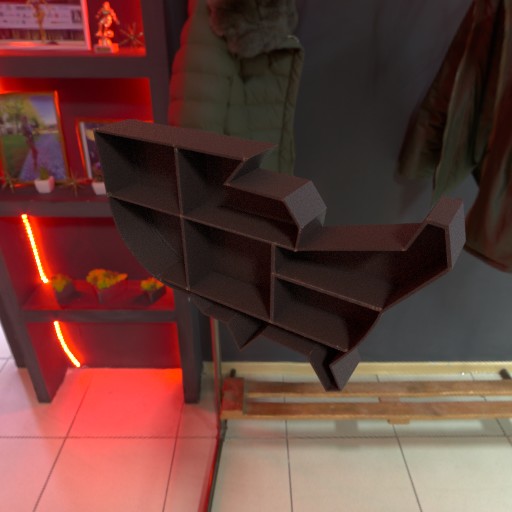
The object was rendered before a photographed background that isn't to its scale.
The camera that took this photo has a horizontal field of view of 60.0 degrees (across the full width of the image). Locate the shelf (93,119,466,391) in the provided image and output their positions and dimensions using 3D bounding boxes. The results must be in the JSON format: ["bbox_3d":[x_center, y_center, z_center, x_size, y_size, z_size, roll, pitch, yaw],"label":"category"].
[{"bbox_3d":[0.000,0.000,0.897,0.729,0.439,0.112,18,34,28],"label":"shelf"}]
